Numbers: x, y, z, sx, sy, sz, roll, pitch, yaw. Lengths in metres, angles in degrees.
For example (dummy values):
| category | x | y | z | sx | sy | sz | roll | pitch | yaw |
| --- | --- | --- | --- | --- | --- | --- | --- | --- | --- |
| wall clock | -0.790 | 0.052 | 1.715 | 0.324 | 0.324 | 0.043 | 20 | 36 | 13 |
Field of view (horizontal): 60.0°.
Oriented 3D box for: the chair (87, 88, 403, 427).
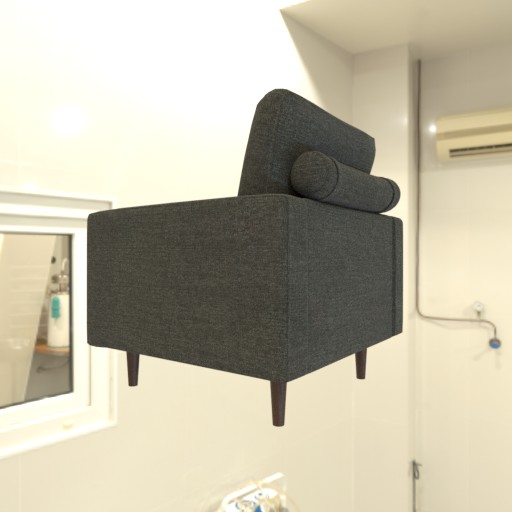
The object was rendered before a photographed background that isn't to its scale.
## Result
| category | x | y | z | sx | sy | sz | roll | pitch | yaw |
| --- | --- | --- | --- | --- | --- | --- | --- | --- | --- |
| chair | 0.000 | 0.000 | 1.540 | 0.843 | 0.880 | 0.821 | 0 | 0 | 36 |
